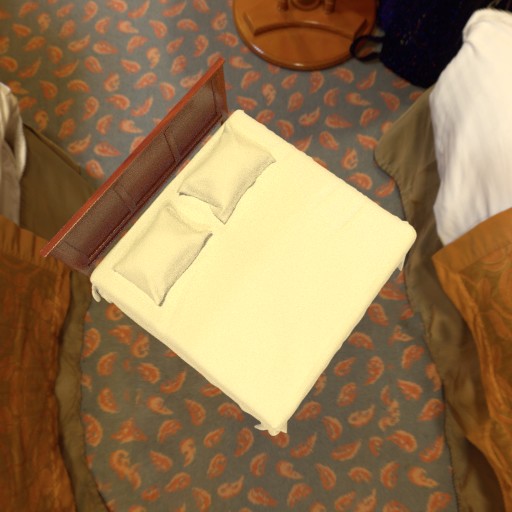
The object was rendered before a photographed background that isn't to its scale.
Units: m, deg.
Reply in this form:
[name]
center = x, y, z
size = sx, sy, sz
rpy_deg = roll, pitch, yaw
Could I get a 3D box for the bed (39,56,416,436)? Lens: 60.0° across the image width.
[bed]
center = 0.000, 0.000, 3.708
size = 2.219, 1.271, 2.314
rpy_deg = 37, 79, 9
